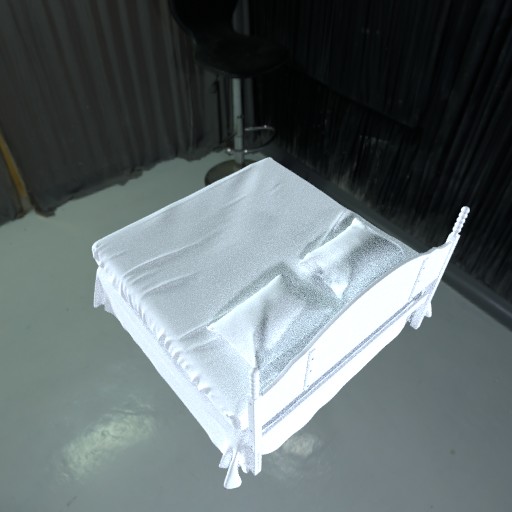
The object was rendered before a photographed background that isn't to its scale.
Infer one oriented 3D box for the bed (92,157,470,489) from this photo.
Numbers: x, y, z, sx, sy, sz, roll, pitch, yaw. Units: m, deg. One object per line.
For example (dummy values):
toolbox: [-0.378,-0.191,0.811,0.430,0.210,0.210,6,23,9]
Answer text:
bed: [0.000,0.000,3.583,2.322,1.355,2.219,-32,54,-27]
